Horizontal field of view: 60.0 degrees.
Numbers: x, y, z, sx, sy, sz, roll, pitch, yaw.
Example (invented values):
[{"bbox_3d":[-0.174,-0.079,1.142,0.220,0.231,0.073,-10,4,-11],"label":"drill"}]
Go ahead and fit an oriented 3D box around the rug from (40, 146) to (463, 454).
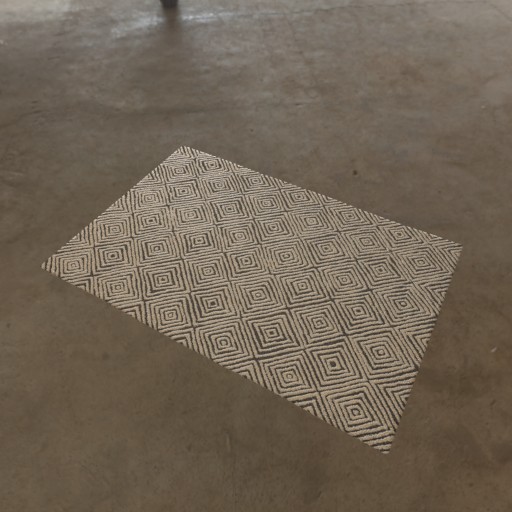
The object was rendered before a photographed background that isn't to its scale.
[{"bbox_3d":[0.000,0.000,2.197,1.750,0.004,1.177,23,52,19],"label":"rug"}]
